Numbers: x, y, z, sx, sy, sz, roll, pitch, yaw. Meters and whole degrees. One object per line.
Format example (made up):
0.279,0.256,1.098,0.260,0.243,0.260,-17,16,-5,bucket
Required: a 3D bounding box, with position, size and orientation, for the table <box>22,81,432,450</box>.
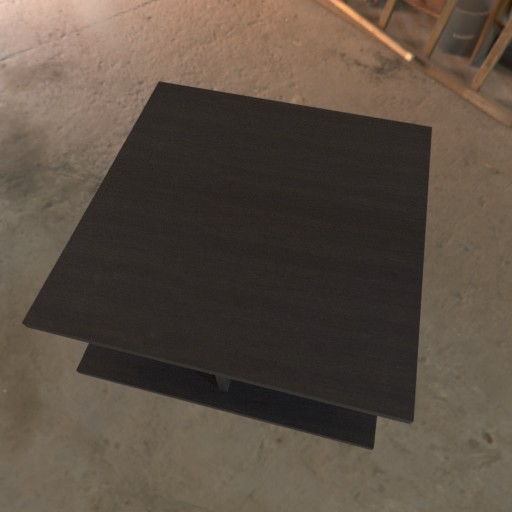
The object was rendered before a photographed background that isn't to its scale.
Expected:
0.000,0.000,1.186,0.762,0.396,0.762,12,59,7,table
